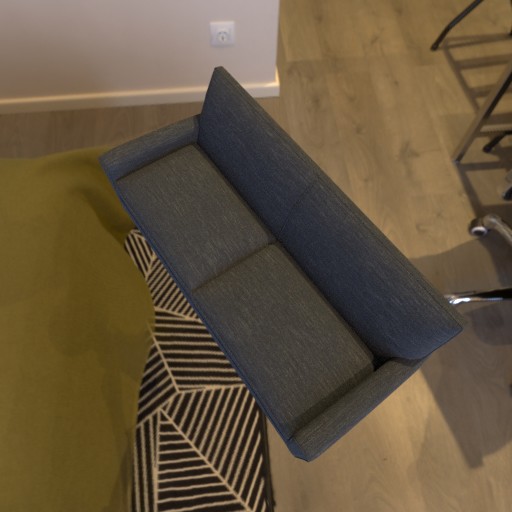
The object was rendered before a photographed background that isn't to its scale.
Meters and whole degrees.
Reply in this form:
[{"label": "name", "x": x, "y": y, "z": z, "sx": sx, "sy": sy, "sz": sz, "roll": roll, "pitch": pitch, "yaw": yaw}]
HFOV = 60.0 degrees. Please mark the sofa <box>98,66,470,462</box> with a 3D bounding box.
[{"label": "sofa", "x": 0.000, "y": 0.000, "z": 2.468, "sx": 0.875, "sy": 0.846, "sz": 1.976, "roll": -33, "pitch": 68, "yaw": -15}]
